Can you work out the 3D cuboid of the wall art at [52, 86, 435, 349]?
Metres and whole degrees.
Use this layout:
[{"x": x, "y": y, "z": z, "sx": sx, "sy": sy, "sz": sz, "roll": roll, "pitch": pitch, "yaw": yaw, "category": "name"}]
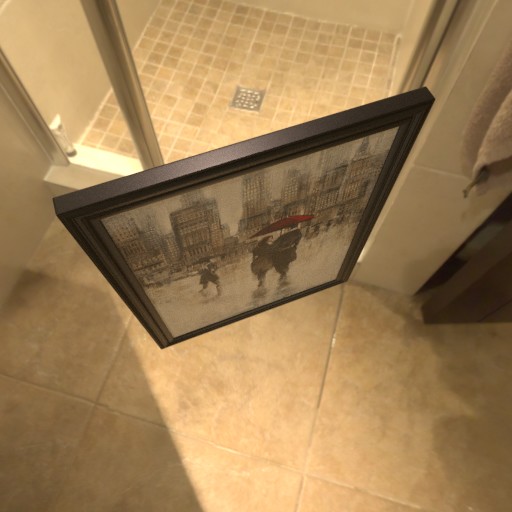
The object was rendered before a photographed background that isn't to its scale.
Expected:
[{"x": 0.000, "y": 0.000, "z": 1.584, "sx": 0.950, "sy": 1.194, "sz": 0.053, "roll": -19, "pitch": 66, "yaw": -9, "category": "wall art"}]
